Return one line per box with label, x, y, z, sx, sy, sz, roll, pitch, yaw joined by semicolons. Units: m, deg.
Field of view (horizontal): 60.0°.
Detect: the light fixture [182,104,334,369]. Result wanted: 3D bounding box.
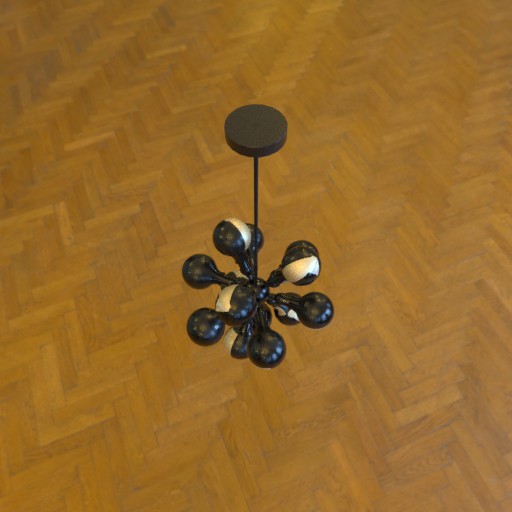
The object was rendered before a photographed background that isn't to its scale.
light fixture;0.000;0.000;1.135;0.468;0.859;0.420;18;60;11
